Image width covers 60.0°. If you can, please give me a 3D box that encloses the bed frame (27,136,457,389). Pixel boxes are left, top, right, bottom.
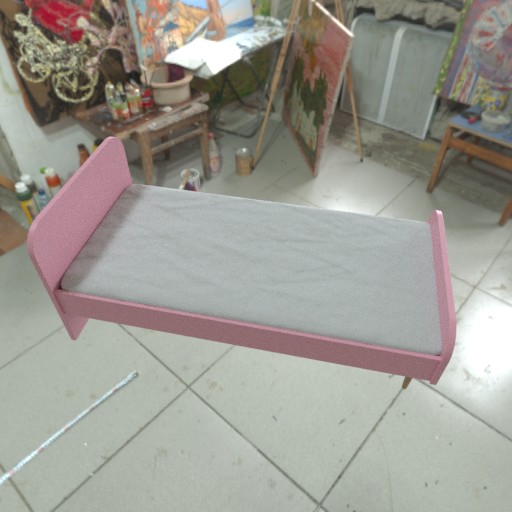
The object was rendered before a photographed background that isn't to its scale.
[{"bbox_3d":[0.000,0.000,2.473,1.963,0.805,0.998,9,45,9],"label":"bed frame"}]
